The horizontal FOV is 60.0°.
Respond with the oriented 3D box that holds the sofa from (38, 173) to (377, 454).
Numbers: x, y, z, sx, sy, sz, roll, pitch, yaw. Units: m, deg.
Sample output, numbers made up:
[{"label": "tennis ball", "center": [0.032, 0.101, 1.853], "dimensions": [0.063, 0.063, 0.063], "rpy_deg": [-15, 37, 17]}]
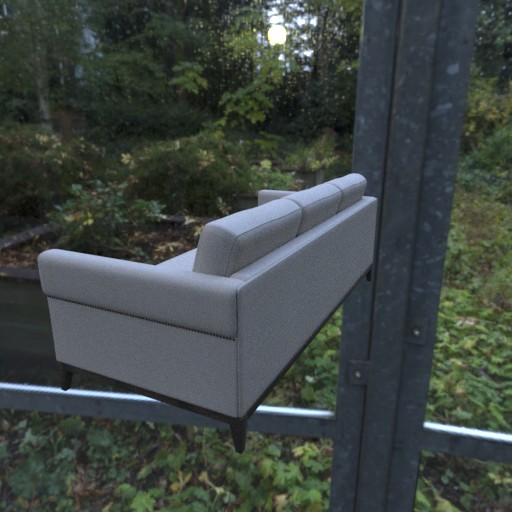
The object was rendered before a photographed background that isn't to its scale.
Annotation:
[{"label": "sofa", "center": [0.000, 0.000, 2.652], "dimensions": [0.959, 0.838, 2.210], "rpy_deg": [8, 18, 25]}]
